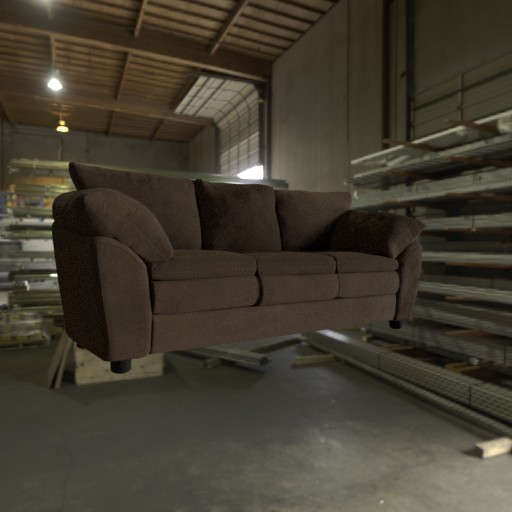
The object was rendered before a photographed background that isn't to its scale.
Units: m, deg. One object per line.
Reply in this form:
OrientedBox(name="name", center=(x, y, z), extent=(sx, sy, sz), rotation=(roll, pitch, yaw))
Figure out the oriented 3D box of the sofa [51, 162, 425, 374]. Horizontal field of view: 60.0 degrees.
OrientedBox(name="sofa", center=(0.000, 0.000, 2.782), extent=(2.336, 1.015, 0.878), rotation=(-1, 1, -35))
